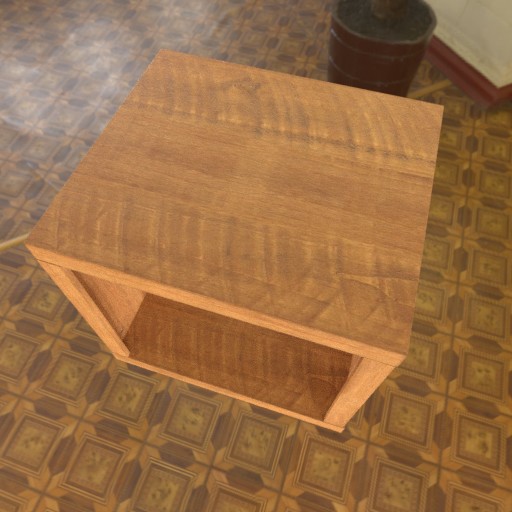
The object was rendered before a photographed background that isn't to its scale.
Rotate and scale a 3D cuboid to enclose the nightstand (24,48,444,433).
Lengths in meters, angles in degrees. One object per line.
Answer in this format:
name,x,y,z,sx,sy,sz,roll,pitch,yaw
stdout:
nightstand,0.000,0.000,0.846,0.493,0.491,0.436,15,60,9
